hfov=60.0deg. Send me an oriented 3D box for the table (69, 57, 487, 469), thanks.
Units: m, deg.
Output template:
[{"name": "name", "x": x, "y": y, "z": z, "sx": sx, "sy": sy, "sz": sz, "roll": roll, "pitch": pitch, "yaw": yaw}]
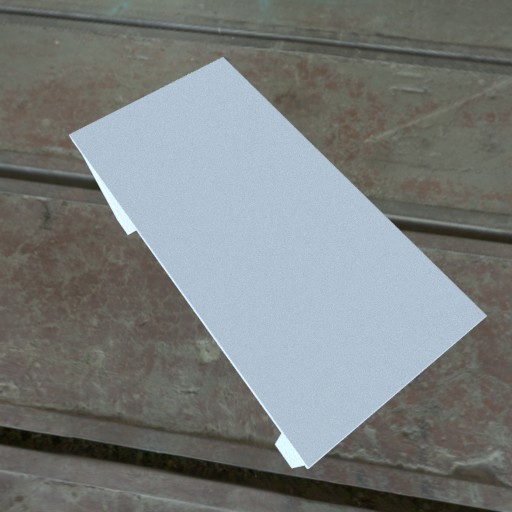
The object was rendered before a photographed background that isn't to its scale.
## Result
[{"name": "table", "x": 0.000, "y": 0.000, "z": 2.276, "sx": 0.900, "sy": 0.790, "sz": 1.800, "roll": -34, "pitch": 68, "yaw": -15}]
